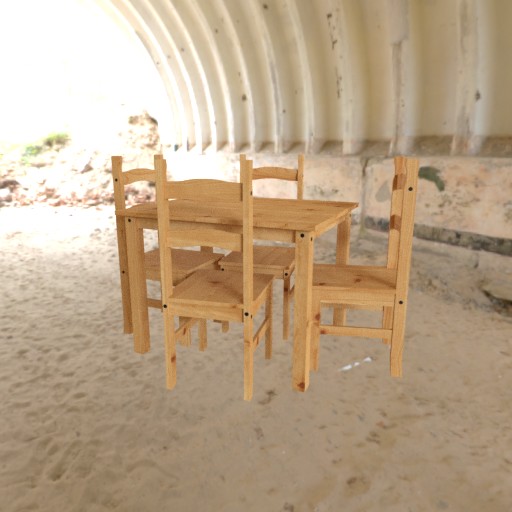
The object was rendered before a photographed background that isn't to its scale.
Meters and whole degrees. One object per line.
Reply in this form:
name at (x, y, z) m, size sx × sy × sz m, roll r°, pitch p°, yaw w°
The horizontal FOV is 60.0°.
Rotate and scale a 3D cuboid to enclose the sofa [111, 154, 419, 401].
sofa at (0.000, 0.000, 2.285) m, size 1.529 × 1.000 × 1.144 m, roll 6°, pitch 15°, yaw 24°
